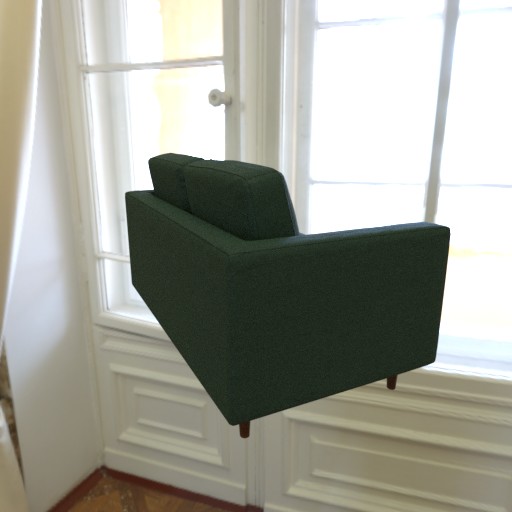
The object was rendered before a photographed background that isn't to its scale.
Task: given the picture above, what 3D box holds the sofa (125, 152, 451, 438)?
[{"bbox_3d":[0.000,0.000,2.029,0.879,0.899,1.430,-8,17,-25],"label":"sofa"}]
